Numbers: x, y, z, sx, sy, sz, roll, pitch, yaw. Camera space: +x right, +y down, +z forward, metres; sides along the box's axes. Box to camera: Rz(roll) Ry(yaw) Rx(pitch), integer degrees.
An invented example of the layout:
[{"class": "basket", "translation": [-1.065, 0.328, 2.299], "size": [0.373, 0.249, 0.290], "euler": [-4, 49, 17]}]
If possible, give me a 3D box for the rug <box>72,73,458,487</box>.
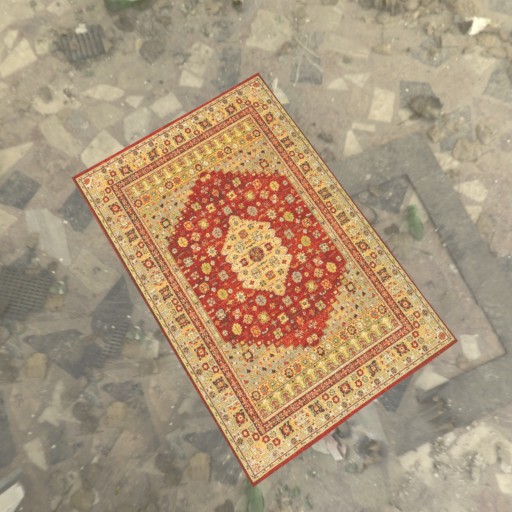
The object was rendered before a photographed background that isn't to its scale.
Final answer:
[{"class": "rug", "translation": [0.000, 0.000, 2.271], "size": [1.194, 0.013, 1.802], "euler": [-32, 78, -8]}]
